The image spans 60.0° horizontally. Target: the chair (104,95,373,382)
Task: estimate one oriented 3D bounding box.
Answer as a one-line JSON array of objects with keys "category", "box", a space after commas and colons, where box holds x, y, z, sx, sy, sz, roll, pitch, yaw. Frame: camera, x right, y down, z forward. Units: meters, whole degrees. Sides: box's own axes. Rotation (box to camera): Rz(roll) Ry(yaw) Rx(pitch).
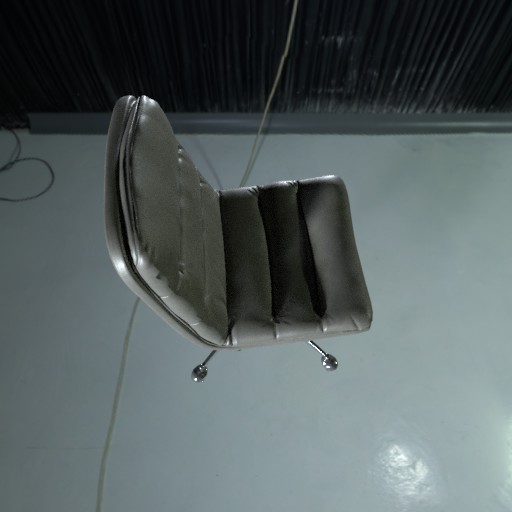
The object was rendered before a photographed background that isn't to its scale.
[{"category": "chair", "box": [0.000, 0.000, 1.033, 0.485, 0.738, 0.422, -5, 64, -2]}]
